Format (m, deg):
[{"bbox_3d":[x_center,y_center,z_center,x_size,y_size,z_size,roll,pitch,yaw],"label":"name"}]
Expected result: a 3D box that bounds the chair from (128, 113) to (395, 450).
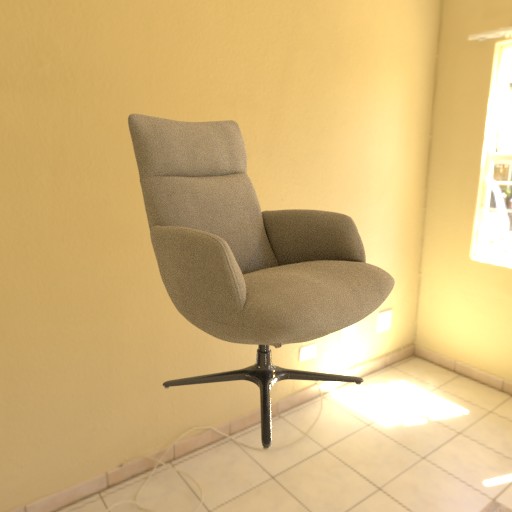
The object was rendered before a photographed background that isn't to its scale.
[{"bbox_3d":[0.000,0.000,1.632,0.889,1.016,0.711,12,18,42],"label":"chair"}]
